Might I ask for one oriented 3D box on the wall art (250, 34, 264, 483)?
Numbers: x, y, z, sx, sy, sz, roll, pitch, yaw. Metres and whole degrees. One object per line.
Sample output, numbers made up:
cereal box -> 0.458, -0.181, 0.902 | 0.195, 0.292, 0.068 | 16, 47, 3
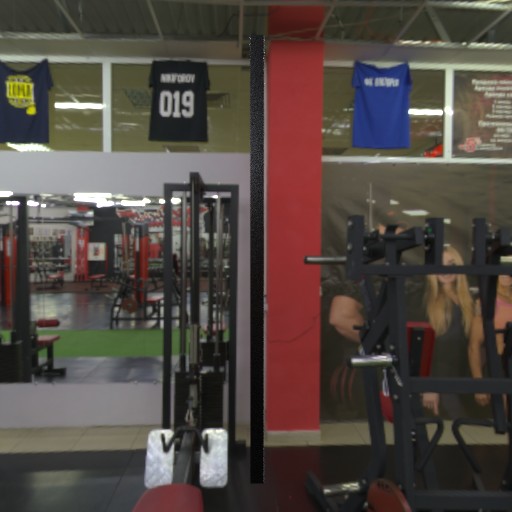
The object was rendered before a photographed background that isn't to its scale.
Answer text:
wall art -> 0.000, 0.000, 0.661 | 0.014, 0.445, 0.446 | 0, 2, 0
